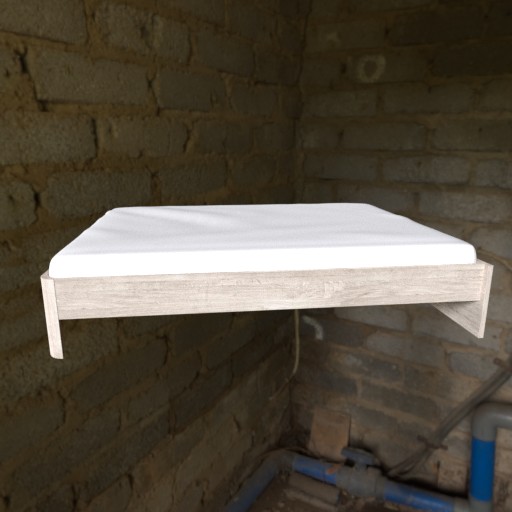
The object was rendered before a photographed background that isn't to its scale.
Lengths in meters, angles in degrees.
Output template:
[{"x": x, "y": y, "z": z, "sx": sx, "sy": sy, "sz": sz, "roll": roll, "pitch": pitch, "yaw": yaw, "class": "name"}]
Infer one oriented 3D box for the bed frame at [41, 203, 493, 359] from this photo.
[{"x": 0.000, "y": 0.000, "z": 2.607, "sx": 1.950, "sy": 0.462, "sz": 1.490, "roll": -2, "pitch": 15, "yaw": -7, "class": "bed frame"}]
